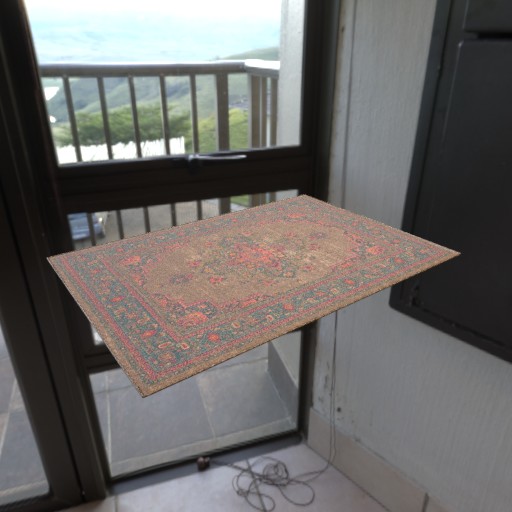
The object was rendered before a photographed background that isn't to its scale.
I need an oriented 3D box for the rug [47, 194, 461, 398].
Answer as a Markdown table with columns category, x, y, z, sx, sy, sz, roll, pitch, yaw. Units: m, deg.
| category | x | y | z | sx | sy | sz | roll | pitch | yaw |
| --- | --- | --- | --- | --- | --- | --- | --- | --- | --- |
| rug | 0.000 | 0.000 | 3.752 | 2.890 | 0.013 | 2.005 | -18 | 31 | -32 |
